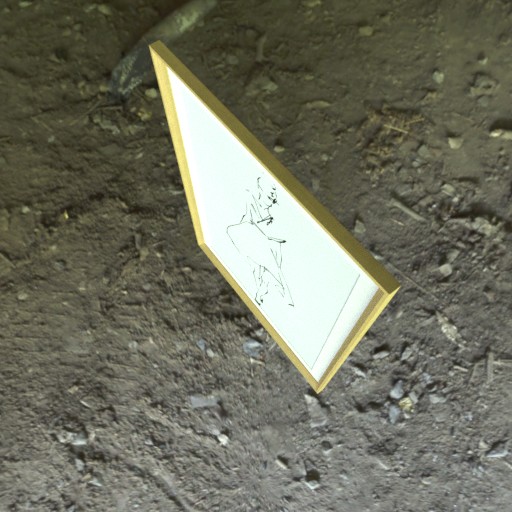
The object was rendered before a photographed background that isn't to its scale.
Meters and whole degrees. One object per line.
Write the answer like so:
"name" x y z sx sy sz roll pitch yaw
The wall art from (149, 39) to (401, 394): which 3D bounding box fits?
"wall art" 0.000 0.000 1.359 0.030 1.002 0.798 -34 68 -16
